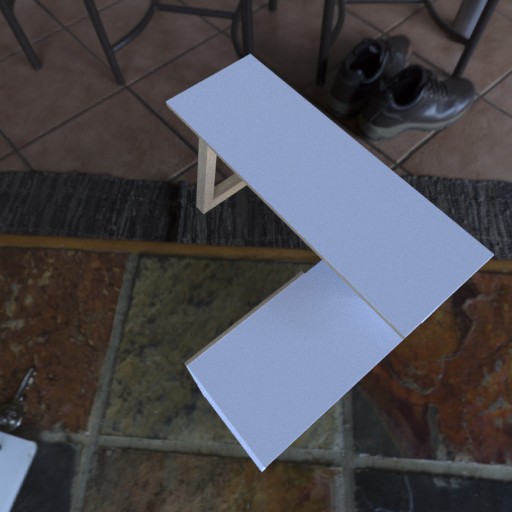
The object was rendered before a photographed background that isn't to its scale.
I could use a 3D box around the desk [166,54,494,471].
[{"bbox_3d":[0.000,0.000,2.041,1.098,0.755,1.404,-37,68,-17],"label":"desk"}]
